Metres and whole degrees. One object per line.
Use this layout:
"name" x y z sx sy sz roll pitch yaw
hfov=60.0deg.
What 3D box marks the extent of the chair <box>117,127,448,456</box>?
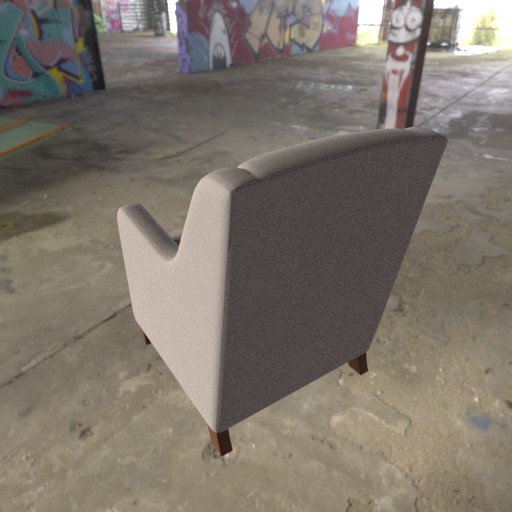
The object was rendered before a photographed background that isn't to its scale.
"chair" 0.000 0.000 1.580 0.715 1.010 0.863 -19 35 -29
